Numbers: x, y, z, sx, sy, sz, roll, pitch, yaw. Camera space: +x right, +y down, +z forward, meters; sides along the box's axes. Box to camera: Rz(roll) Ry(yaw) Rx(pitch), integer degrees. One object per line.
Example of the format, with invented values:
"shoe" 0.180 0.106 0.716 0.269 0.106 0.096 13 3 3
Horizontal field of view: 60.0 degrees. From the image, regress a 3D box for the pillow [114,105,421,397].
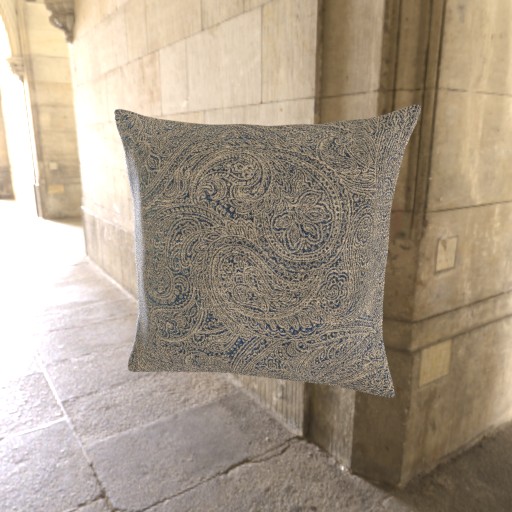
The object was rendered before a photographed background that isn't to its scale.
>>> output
"pillow" 0.000 0.000 0.796 0.523 0.510 0.166 2 15 9
